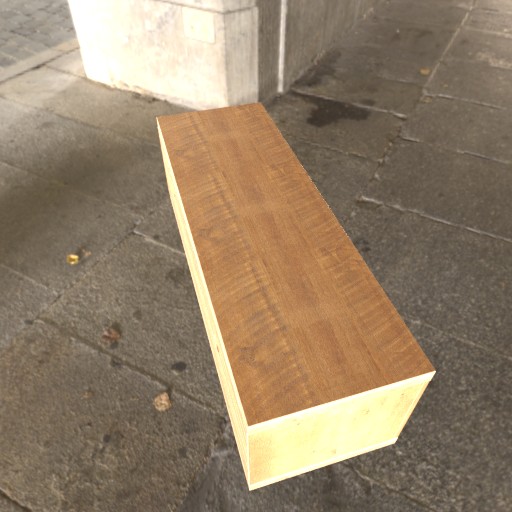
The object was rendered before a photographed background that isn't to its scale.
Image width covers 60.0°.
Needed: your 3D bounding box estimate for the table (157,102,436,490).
[{"bbox_3d":[0.000,0.000,1.747,0.499,0.491,1.499,-12,47,-12],"label":"table"}]
